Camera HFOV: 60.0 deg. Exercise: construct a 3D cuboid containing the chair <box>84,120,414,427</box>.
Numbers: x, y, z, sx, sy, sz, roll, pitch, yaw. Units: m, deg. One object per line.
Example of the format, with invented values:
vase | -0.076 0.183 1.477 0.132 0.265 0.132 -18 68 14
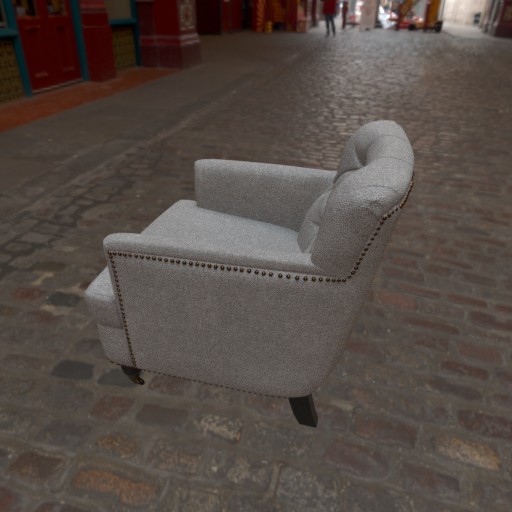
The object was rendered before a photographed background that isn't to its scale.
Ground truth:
chair | 0.000 0.000 1.511 0.902 0.823 0.737 8 31 13
